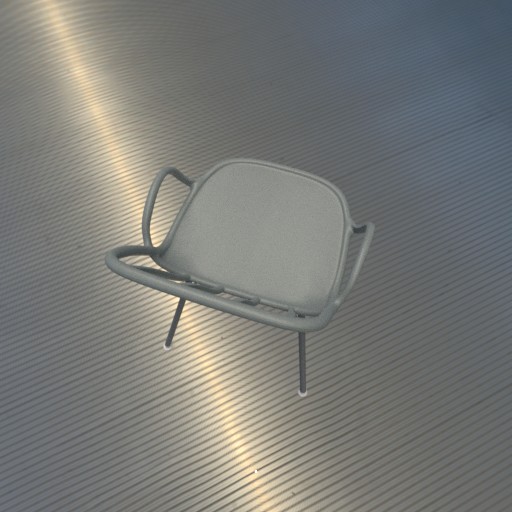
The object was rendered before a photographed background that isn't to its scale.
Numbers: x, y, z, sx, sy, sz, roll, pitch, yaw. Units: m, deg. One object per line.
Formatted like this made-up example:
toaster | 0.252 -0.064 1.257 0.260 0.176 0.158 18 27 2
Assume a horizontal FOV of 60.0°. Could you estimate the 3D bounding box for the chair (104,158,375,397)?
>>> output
chair | 0.000 0.000 1.225 0.549 0.816 0.597 17 65 8
